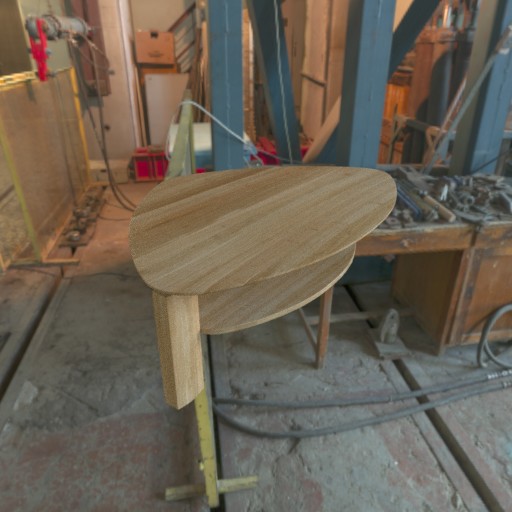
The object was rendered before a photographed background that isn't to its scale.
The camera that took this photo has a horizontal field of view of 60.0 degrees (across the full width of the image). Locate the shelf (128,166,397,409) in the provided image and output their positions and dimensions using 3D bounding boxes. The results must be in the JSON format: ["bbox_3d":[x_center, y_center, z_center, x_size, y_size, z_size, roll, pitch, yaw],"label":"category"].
[{"bbox_3d":[0.000,0.000,1.649,0.863,0.439,1.240,18,32,32],"label":"shelf"}]
